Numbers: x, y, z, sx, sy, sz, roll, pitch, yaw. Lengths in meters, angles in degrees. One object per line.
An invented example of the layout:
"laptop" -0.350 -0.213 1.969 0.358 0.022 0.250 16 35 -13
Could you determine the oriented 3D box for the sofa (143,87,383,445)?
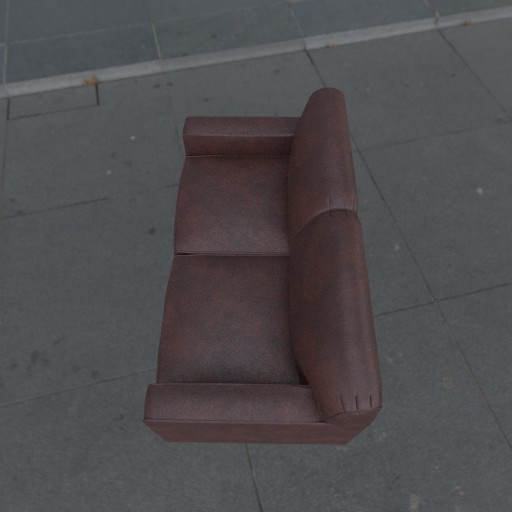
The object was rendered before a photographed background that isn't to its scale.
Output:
"sofa" 0.000 0.000 2.445 1.000 0.966 1.856 1 59 0
